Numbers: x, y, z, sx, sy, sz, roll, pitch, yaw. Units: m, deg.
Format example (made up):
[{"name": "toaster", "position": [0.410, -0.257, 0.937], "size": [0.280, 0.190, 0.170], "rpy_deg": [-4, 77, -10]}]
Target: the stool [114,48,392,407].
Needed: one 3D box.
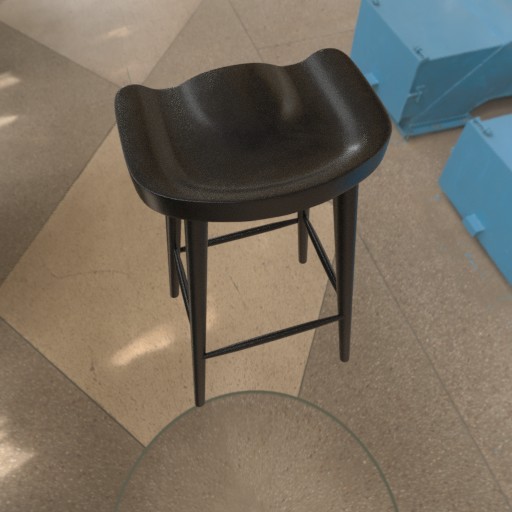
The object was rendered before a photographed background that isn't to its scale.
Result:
[{"name": "stool", "position": [0.000, 0.000, 0.976], "size": [0.440, 0.749, 0.361], "rpy_deg": [-14, 59, -9]}]
